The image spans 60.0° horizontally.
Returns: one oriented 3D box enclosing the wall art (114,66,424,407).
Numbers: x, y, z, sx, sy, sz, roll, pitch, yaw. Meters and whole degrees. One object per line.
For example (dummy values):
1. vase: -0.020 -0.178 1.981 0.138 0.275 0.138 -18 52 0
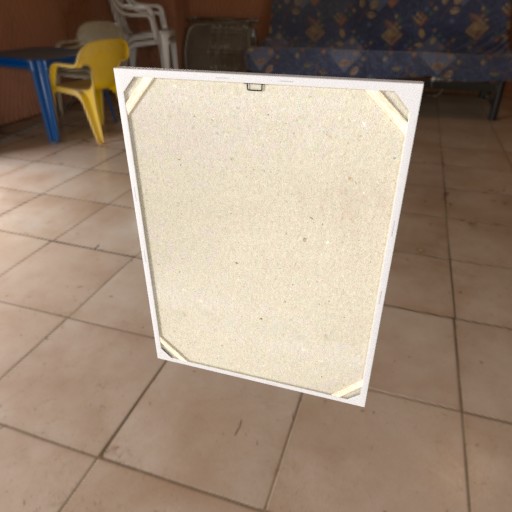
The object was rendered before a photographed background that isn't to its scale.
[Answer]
1. wall art: 0.000 0.000 1.578 0.914 1.212 0.038 9 32 15
